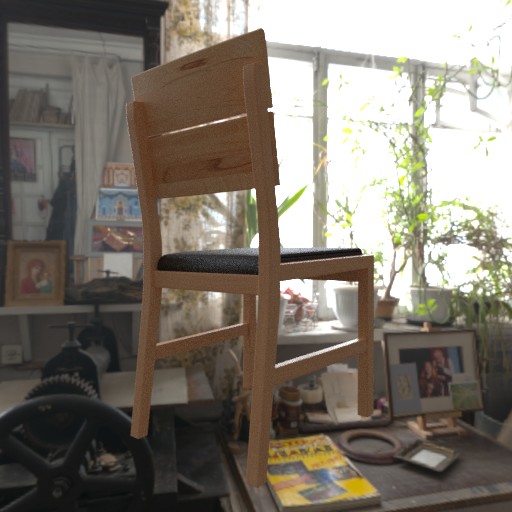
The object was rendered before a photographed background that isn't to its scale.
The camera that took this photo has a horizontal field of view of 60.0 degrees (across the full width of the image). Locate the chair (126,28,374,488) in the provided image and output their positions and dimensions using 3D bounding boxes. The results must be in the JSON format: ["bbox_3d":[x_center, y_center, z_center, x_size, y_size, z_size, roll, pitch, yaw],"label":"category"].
[{"bbox_3d":[0.000,0.000,1.252,0.475,0.950,0.560,1,1,37],"label":"chair"}]
